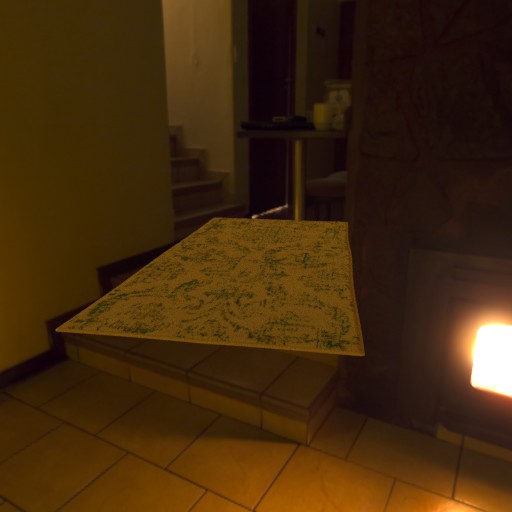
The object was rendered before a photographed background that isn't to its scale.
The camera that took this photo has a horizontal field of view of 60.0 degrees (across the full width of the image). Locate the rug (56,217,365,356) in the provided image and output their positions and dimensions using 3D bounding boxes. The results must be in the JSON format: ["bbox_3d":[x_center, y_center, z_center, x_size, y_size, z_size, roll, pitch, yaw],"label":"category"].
[{"bbox_3d":[0.000,0.000,1.414,0.605,0.007,1.220,3,16,10],"label":"rug"}]
